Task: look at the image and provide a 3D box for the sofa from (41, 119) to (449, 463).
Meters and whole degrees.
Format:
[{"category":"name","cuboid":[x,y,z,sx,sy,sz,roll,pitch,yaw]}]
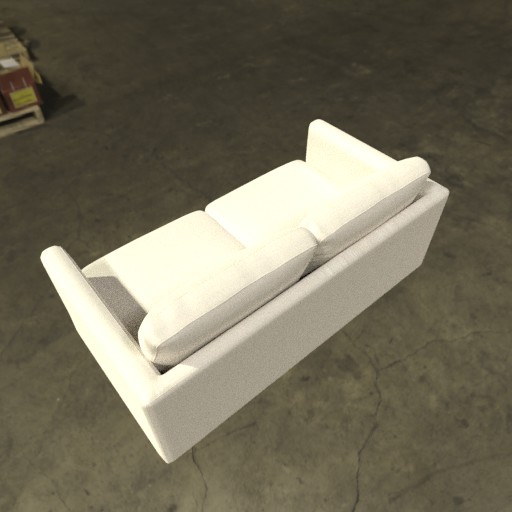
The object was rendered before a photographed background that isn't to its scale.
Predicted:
[{"category":"sofa","cuboid":[0.000,0.000,2.207,1.713,0.893,0.940,-31,54,-26]}]
